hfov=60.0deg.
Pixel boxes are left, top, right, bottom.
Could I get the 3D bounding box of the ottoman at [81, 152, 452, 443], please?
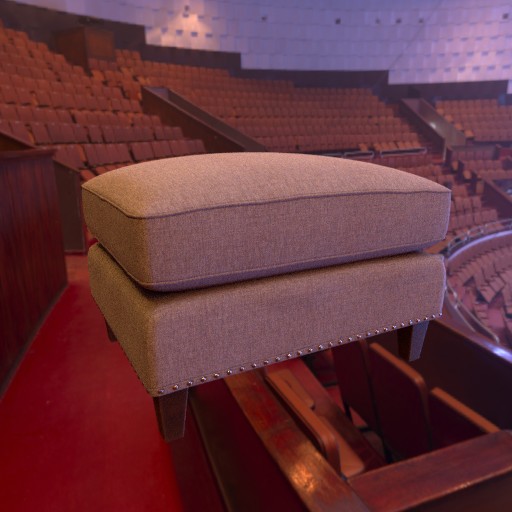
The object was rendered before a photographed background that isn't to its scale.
[{"bbox_3d":[0.000,0.000,1.130,0.741,0.513,0.584,-8,17,-28],"label":"ottoman"}]
